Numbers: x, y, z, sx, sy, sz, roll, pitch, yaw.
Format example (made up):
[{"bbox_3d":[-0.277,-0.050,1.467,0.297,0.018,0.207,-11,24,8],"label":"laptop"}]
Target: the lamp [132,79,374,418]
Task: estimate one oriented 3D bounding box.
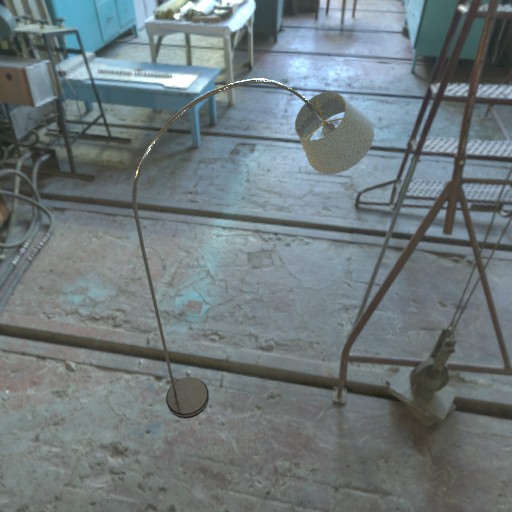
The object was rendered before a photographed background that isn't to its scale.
[{"bbox_3d":[0.000,0.000,2.641,1.445,2.098,0.406,-25,47,-25],"label":"lamp"}]
